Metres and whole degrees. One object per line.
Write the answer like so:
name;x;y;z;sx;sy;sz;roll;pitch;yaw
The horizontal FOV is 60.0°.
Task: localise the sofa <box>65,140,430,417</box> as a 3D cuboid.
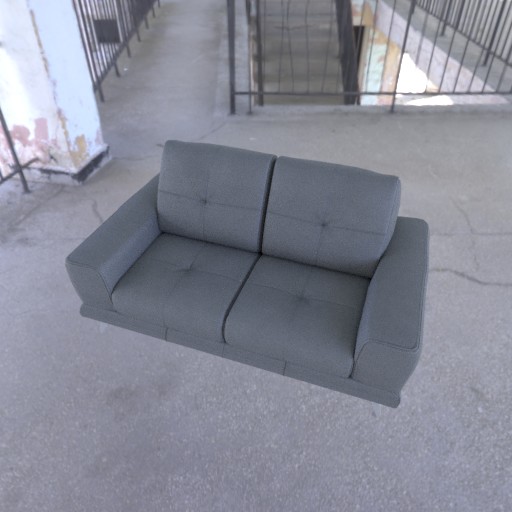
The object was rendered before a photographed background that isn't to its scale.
sofa;0.000;0.000;2.453;1.806;0.907;1.018;13;41;15
